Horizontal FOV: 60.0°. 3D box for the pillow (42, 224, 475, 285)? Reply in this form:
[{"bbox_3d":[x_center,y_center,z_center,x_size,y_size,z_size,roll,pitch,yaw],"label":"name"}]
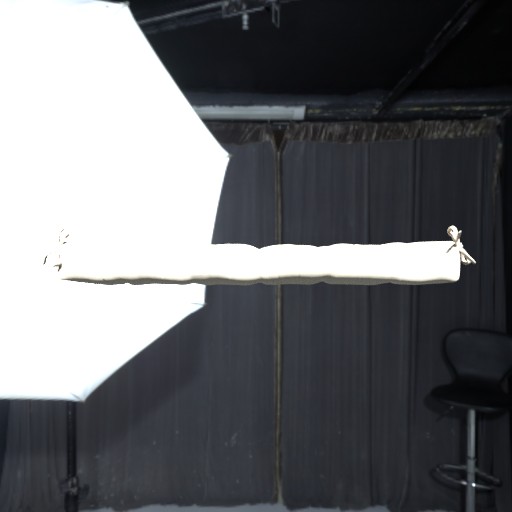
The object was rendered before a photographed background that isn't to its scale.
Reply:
[{"bbox_3d":[0.000,0.000,1.399,1.194,0.174,0.511,0,0,0],"label":"pillow"}]
